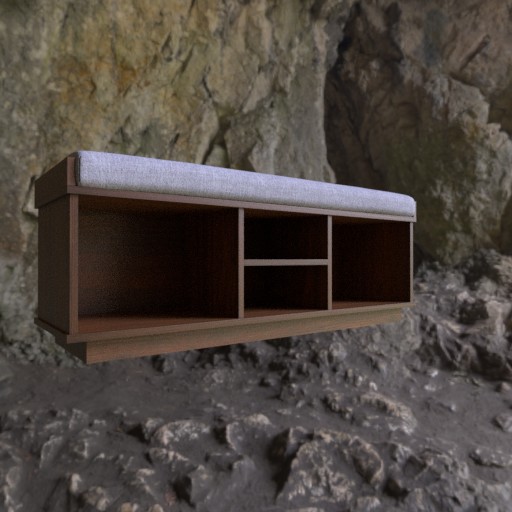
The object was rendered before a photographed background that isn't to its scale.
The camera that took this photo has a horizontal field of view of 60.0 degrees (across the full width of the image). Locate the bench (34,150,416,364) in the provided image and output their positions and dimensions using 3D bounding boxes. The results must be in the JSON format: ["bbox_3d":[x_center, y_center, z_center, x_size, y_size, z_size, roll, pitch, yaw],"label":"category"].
[{"bbox_3d":[0.000,0.000,1.387,1.196,0.468,0.367,0,0,-36],"label":"bench"}]
